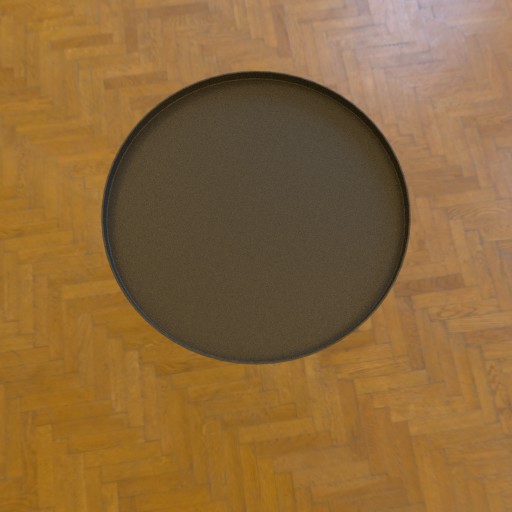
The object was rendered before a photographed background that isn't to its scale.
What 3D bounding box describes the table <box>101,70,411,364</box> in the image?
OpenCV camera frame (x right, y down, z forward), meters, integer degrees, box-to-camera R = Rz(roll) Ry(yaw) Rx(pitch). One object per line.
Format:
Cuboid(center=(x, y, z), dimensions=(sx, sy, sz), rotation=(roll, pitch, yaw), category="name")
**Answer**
Cuboid(center=(0.000, 0.000, 1.061), dimensions=(0.502, 0.700, 0.502), rotation=(35, 79, 8), category="table")
